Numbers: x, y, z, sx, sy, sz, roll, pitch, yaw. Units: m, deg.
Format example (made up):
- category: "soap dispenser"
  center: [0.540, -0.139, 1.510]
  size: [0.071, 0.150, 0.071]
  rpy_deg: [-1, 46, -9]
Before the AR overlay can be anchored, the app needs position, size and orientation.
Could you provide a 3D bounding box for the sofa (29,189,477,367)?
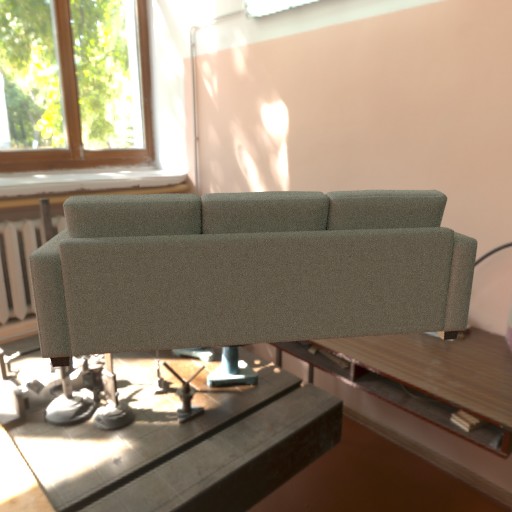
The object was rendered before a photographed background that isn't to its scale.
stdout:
- category: "sofa"
  center: [0.000, 0.000, 2.544]
  size: [2.160, 0.800, 0.900]
  rpy_deg: [-2, 15, -8]
